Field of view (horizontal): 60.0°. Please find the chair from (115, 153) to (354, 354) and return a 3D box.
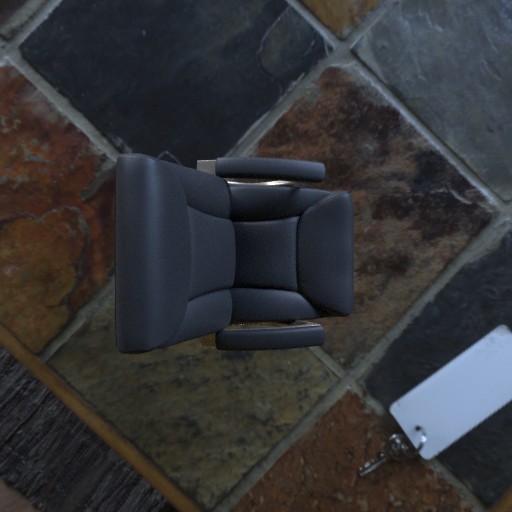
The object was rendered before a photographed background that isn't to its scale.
[{"bbox_3d":[0.000,0.000,1.616,0.748,1.188,0.694,0,90,0],"label":"chair"}]
